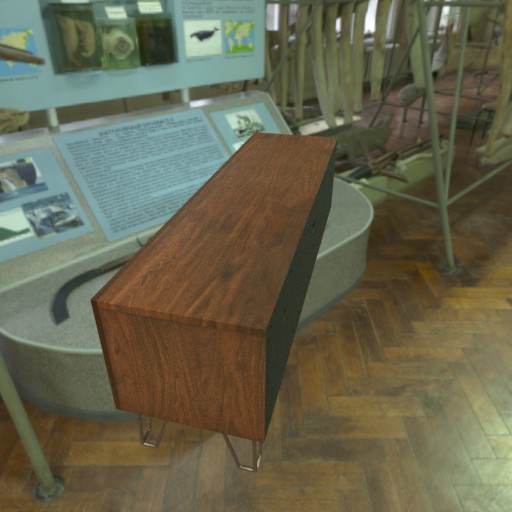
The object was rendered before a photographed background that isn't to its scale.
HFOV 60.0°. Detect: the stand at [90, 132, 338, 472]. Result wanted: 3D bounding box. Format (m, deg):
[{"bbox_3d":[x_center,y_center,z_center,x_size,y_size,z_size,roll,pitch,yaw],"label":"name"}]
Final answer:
[{"bbox_3d":[0.000,0.000,1.904,0.481,0.610,1.626,8,32,13],"label":"stand"}]
